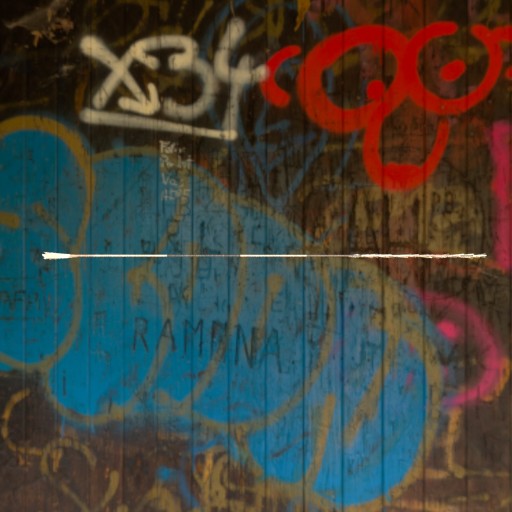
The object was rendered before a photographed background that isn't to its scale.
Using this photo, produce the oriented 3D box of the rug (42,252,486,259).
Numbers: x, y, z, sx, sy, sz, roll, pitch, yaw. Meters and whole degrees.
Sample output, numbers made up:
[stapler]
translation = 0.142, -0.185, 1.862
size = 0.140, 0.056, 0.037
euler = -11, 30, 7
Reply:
[rug]
translation = 0.000, 0.000, 2.434
size = 2.021, 0.027, 1.224
euler = 0, 0, -20
